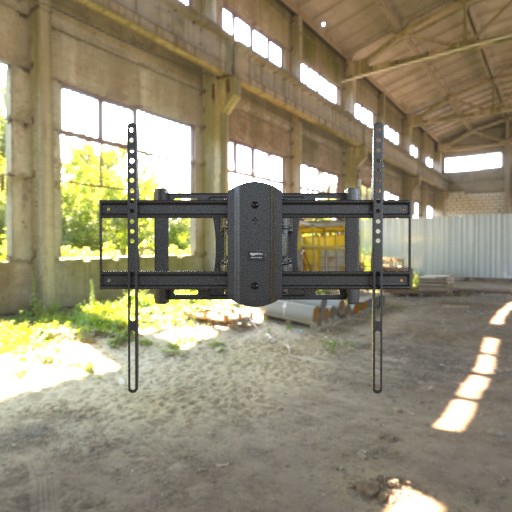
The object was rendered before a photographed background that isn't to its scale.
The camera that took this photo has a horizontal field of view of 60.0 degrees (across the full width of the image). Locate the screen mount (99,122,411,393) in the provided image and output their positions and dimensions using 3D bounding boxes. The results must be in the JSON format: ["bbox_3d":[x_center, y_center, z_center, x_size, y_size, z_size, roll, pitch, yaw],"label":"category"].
[{"bbox_3d":[0.000,0.000,0.969,0.571,0.424,0.556,0,1,0],"label":"screen mount"}]
